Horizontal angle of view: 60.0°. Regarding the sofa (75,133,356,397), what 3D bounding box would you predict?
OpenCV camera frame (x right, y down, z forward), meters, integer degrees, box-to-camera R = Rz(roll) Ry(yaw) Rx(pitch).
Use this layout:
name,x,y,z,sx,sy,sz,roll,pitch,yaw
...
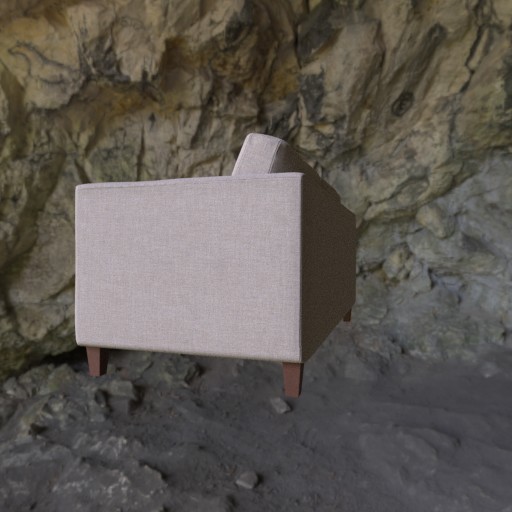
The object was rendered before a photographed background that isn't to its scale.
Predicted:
name,x,y,z,sx,sy,sz,roll,pitch,yaw
sofa,0.000,0.000,2.477,0.951,0.947,1.884,0,1,18
